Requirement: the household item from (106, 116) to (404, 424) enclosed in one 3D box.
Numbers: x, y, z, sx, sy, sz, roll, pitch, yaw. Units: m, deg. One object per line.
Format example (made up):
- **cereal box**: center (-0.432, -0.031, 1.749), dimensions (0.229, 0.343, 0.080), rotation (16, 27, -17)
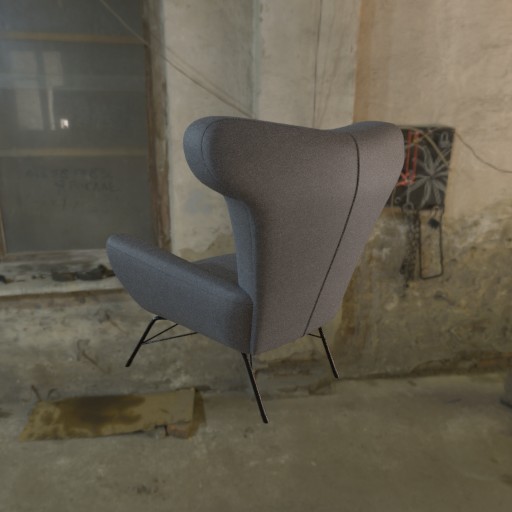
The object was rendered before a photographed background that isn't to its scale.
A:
- **household item**: center (0.000, 0.000, 1.788), dimensions (0.980, 1.050, 0.900), rotation (-15, 21, -42)
